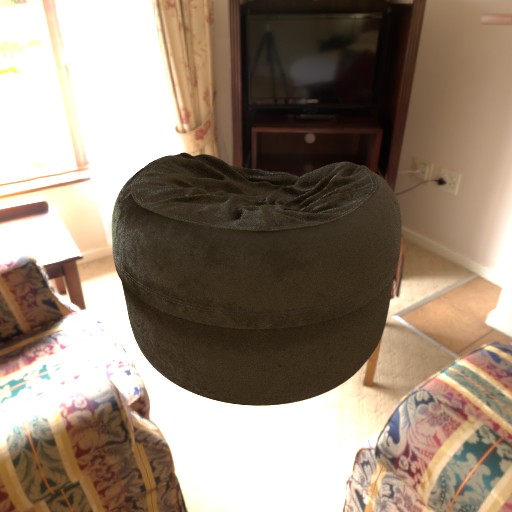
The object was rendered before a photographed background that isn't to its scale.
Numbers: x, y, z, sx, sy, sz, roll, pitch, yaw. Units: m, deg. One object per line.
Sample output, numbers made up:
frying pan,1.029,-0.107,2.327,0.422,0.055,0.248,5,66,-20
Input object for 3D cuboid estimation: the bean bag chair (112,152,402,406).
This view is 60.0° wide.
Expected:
bean bag chair,0.000,0.000,1.512,0.918,0.605,0.918,0,30,0
